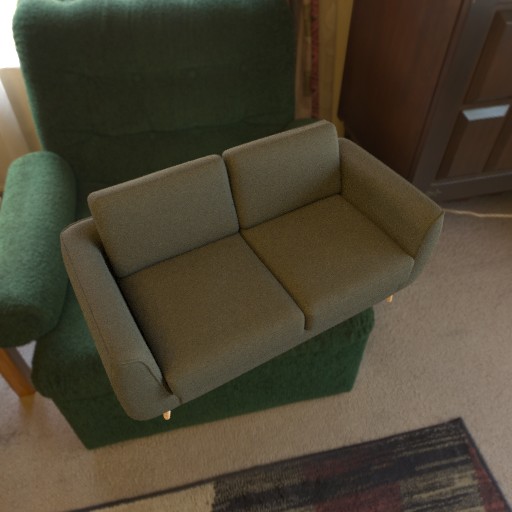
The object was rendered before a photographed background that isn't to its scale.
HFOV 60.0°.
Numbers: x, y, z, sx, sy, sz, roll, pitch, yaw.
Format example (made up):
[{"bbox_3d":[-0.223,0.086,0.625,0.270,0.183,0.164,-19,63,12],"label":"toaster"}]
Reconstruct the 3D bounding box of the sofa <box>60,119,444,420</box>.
[{"bbox_3d":[0.000,0.000,2.240,1.700,0.850,0.920,-23,50,-21],"label":"sofa"}]
